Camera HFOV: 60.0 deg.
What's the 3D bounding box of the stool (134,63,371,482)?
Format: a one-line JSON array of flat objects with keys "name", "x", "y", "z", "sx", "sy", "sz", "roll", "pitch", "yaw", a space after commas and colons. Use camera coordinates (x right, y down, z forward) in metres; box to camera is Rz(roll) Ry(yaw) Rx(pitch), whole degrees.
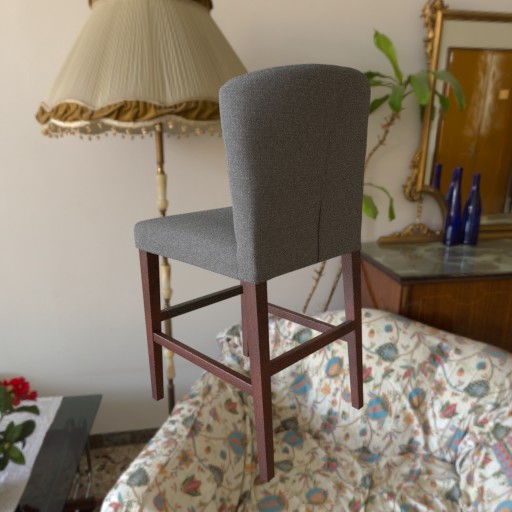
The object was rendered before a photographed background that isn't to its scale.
[{"name": "stool", "x": 0.000, "y": 0.000, "z": 1.281, "sx": 0.568, "sy": 0.968, "sz": 0.479, "roll": 15, "pitch": 21, "yaw": 42}]
